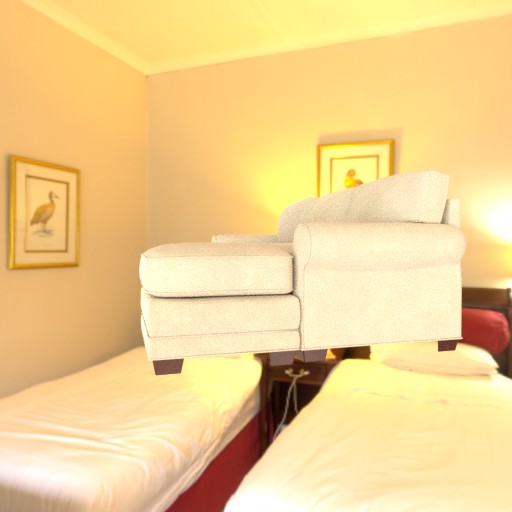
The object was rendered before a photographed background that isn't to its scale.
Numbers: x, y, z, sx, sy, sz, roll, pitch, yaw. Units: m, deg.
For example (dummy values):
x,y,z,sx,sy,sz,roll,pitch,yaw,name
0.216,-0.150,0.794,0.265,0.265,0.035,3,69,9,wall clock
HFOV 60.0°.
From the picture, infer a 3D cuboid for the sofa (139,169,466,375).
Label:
x,y,z,sx,sy,sz,roll,pitch,yaw,name
0.000,0.000,2.363,1.226,0.734,1.770,0,1,-17,sofa
